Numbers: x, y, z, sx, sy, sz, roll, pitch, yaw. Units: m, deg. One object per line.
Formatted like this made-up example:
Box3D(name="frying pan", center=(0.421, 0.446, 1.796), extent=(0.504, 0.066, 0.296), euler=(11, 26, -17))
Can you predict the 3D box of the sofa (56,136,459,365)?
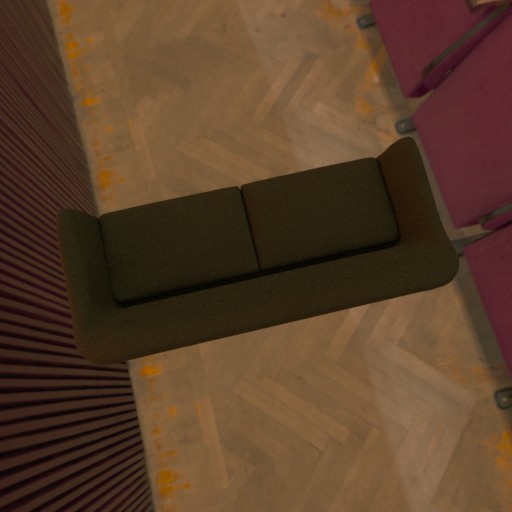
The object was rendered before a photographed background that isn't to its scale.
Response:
Box3D(name="sofa", center=(0.000, 0.000, 2.279), extent=(1.840, 0.836, 0.820), euler=(-13, 74, -4))
